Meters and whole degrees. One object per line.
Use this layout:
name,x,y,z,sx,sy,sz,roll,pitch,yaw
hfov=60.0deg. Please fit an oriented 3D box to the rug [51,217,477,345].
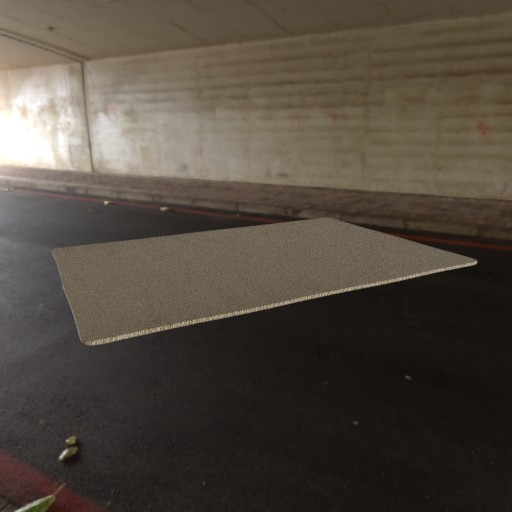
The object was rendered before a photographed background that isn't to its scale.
rug,0.000,0.000,3.333,2.698,0.025,1.798,-8,18,-27
